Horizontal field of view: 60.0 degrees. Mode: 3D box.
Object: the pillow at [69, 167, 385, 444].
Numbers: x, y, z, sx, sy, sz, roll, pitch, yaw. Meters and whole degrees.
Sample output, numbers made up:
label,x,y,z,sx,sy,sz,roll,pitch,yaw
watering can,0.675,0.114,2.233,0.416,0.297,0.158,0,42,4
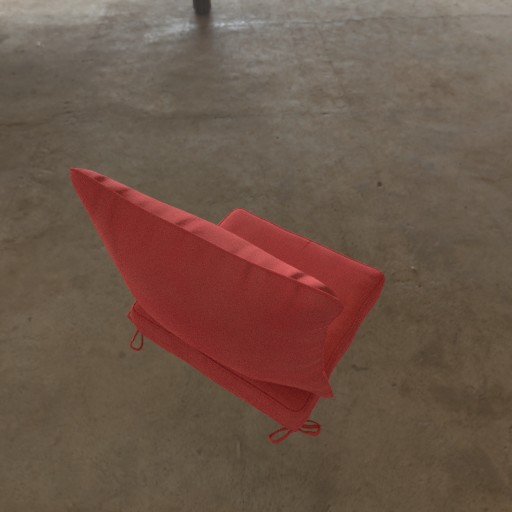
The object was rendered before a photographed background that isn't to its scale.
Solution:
label,x,y,z,sx,sy,sz,roll,pitch,yaw
pillow,0.000,0.000,1.392,0.798,0.725,0.733,26,53,22
